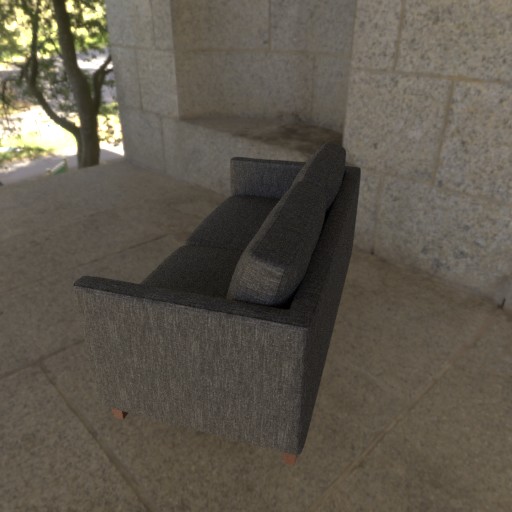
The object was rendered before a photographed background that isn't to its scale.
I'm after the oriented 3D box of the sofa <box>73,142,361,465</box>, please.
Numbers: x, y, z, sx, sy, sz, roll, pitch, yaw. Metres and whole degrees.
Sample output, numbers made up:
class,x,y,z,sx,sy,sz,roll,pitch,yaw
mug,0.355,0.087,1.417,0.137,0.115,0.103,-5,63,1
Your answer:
class,x,y,z,sx,sy,sz,roll,pitch,yaw
sofa,0.000,0.000,2.466,0.950,0.963,1.884,8,29,15
